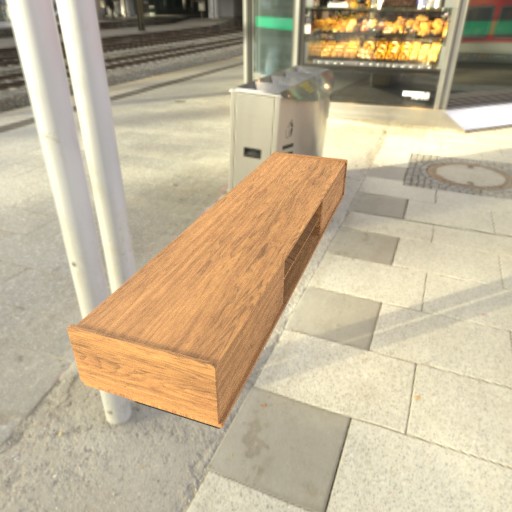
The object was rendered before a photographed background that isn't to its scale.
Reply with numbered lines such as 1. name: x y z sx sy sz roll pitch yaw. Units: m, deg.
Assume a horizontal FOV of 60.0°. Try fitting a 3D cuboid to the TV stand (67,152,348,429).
1. TV stand: 0.000 0.000 2.003 0.467 0.415 1.796 10 31 18
